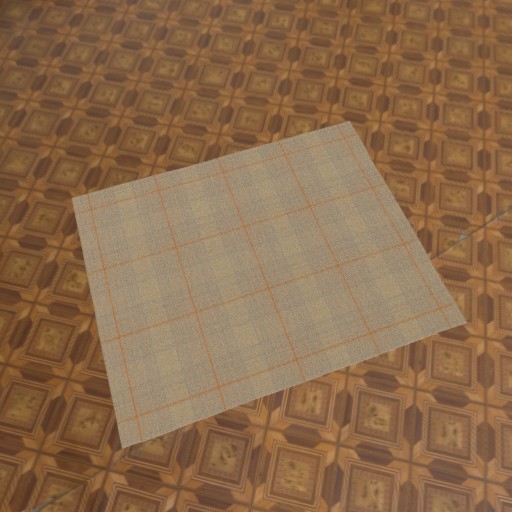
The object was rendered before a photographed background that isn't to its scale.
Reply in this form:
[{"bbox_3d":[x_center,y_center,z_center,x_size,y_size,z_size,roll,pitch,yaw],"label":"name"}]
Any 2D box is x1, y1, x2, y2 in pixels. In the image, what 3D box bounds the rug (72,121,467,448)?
[{"bbox_3d":[0.000,0.000,4.146,3.051,0.021,2.448,-18,65,-8],"label":"rug"}]
